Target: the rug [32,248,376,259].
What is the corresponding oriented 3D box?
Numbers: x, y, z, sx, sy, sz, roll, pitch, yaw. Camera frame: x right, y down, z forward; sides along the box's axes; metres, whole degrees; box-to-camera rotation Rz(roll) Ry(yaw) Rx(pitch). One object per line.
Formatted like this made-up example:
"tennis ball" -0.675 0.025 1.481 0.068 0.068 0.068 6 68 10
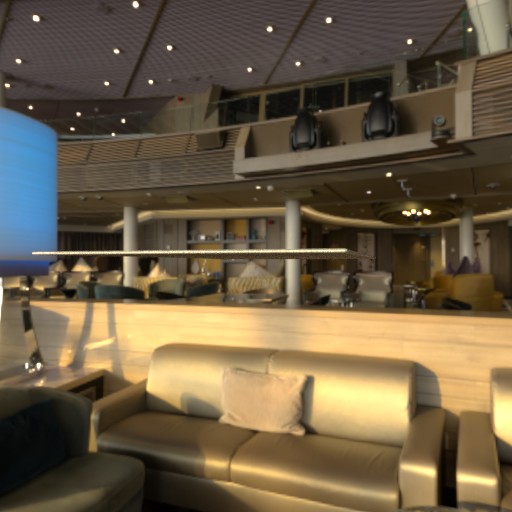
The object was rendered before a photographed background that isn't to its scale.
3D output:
"rug" 0.000 0.000 3.133 1.535 0.022 2.498 0 -1 17
